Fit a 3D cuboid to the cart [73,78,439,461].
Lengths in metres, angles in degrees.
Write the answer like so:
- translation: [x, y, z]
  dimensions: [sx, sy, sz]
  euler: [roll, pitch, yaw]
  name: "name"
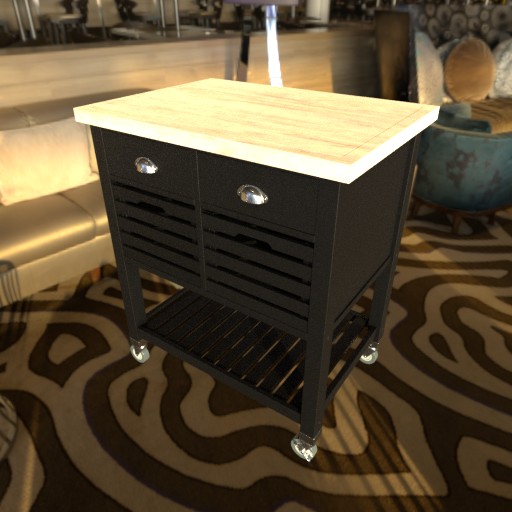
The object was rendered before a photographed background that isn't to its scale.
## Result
- translation: [0.000, 0.000, 1.410]
  dimensions: [0.797, 0.920, 0.567]
  euler: [19, 36, 29]
  name: "cart"
